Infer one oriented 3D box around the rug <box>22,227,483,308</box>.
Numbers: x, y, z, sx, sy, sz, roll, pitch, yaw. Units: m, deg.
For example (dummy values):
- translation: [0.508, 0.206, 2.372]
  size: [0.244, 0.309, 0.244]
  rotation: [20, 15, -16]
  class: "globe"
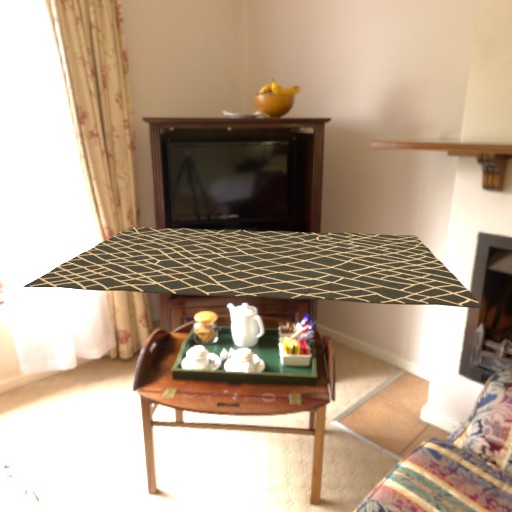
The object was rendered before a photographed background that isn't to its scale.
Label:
- translation: [0.000, 0.000, 3.053]
  size: [2.448, 0.017, 1.529]
  rotation: [2, 16, 7]
  class: "rug"
